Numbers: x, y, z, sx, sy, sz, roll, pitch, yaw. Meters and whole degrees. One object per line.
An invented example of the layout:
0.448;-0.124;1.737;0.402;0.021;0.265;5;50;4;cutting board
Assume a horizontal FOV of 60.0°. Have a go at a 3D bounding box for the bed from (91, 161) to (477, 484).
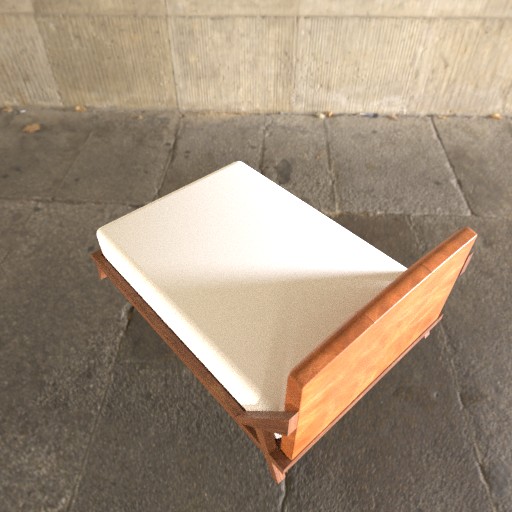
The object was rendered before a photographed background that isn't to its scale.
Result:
0.000;0.000;3.283;1.651;1.168;2.311;-32;54;-28;bed
